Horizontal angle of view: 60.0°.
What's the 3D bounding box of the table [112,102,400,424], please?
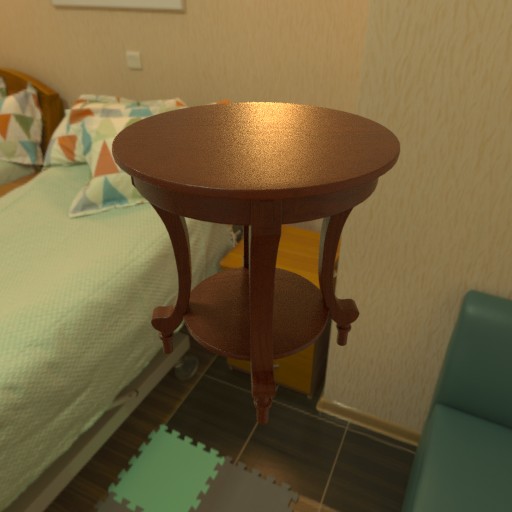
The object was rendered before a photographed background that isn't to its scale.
[{"bbox_3d":[0.000,0.000,1.109,0.597,0.612,0.597,0,32,0],"label":"table"}]
